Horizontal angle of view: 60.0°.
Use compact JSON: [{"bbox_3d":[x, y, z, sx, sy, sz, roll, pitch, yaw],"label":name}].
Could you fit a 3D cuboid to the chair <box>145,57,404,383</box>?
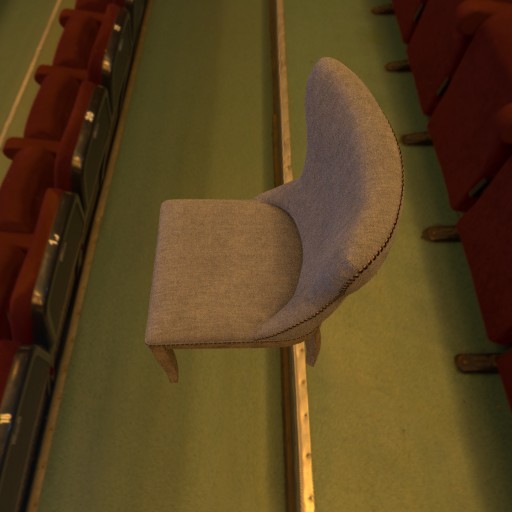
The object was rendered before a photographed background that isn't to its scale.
[{"bbox_3d":[0.000,0.000,1.419,0.681,1.002,0.654,-1,59,0],"label":"chair"}]
